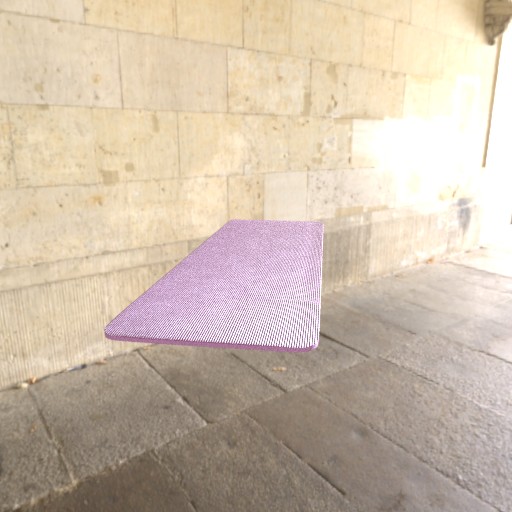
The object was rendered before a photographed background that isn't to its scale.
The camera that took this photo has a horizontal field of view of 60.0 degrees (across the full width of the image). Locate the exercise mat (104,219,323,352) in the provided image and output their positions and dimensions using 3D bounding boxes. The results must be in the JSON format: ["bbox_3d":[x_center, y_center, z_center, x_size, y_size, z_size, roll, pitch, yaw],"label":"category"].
[{"bbox_3d":[0.000,0.000,2.089,0.616,0.021,1.869,2,15,8],"label":"exercise mat"}]
